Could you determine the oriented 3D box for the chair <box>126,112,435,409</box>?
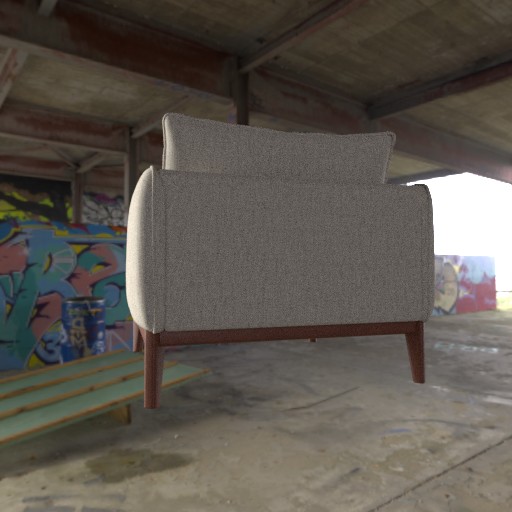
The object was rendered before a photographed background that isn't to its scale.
[{"bbox_3d":[0.000,0.000,1.772,0.994,0.855,0.991,0,-2,-17],"label":"chair"}]
